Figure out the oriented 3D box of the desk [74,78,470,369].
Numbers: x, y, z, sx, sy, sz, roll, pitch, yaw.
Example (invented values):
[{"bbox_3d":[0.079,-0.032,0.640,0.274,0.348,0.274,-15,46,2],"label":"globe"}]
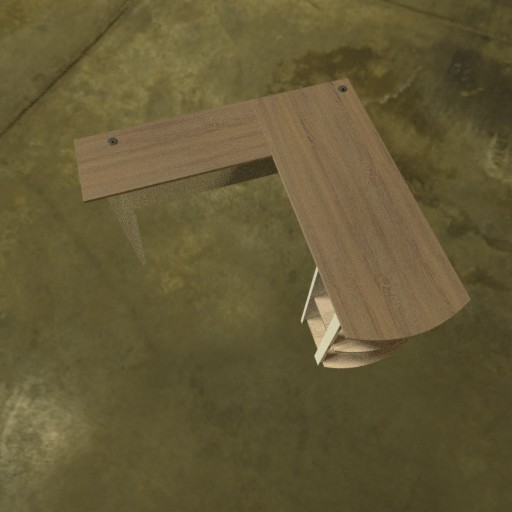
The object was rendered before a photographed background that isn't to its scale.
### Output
[{"bbox_3d":[0.000,0.000,2.175,1.361,0.716,1.303,-15,65,-7],"label":"desk"}]
